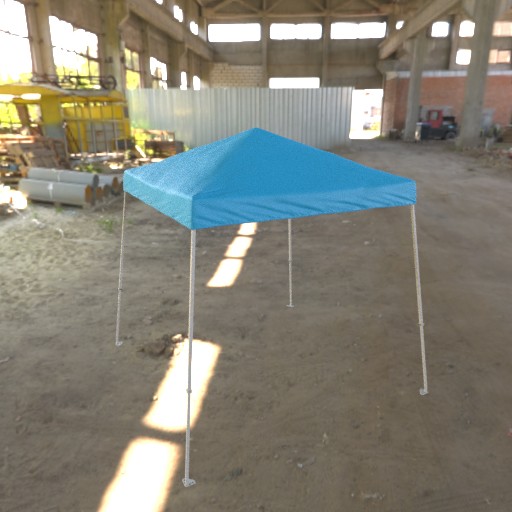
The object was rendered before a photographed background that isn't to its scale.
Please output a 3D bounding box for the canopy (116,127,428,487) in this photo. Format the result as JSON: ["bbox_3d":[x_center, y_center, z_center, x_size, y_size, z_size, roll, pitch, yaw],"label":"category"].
[{"bbox_3d":[0.000,0.000,6.461,3.600,3.600,3.599,-9,19,-27],"label":"canopy"}]
